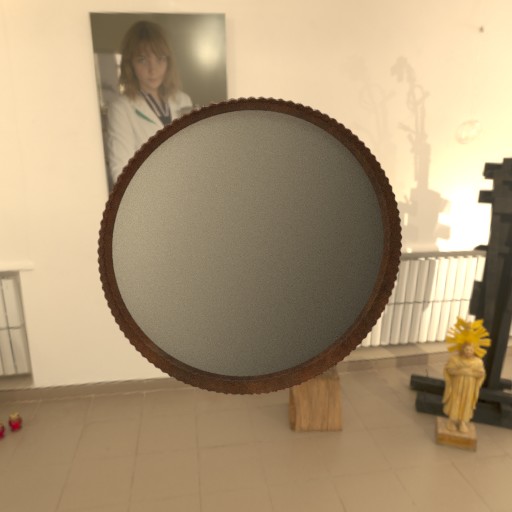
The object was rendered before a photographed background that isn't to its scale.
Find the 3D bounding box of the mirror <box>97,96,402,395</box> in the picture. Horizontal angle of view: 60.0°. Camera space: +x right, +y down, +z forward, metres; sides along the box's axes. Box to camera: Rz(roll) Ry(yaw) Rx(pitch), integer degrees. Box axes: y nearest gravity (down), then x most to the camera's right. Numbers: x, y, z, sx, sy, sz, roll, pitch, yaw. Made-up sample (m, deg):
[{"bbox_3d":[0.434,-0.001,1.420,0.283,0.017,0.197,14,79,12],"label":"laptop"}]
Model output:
[{"bbox_3d":[0.000,0.000,0.900,0.609,0.609,0.056,-3,16,-9],"label":"mirror"}]
